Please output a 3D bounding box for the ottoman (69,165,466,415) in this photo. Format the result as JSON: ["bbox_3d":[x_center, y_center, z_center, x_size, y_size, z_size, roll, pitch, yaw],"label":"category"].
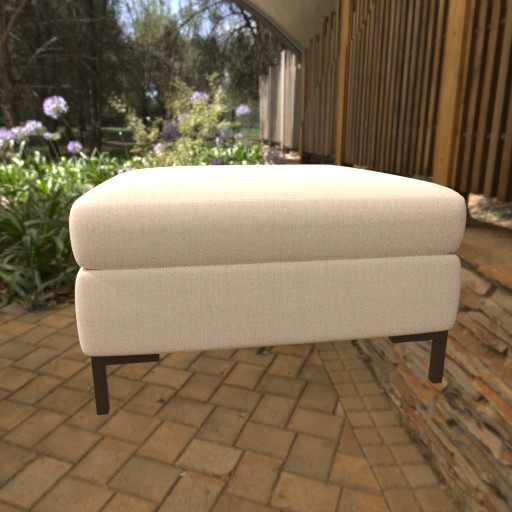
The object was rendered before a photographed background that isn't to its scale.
[{"bbox_3d":[0.000,0.000,1.169,0.794,0.453,0.657,-2,15,-9],"label":"ottoman"}]
